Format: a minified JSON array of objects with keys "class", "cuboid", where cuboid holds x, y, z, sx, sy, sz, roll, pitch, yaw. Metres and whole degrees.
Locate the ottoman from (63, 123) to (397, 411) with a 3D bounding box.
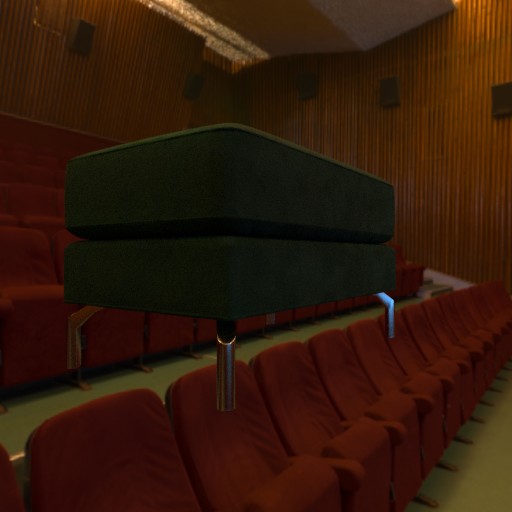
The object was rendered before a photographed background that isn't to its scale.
[{"class":"ottoman","cuboid":[0.000,0.000,1.259,0.536,0.533,0.886,0,0,36]}]
